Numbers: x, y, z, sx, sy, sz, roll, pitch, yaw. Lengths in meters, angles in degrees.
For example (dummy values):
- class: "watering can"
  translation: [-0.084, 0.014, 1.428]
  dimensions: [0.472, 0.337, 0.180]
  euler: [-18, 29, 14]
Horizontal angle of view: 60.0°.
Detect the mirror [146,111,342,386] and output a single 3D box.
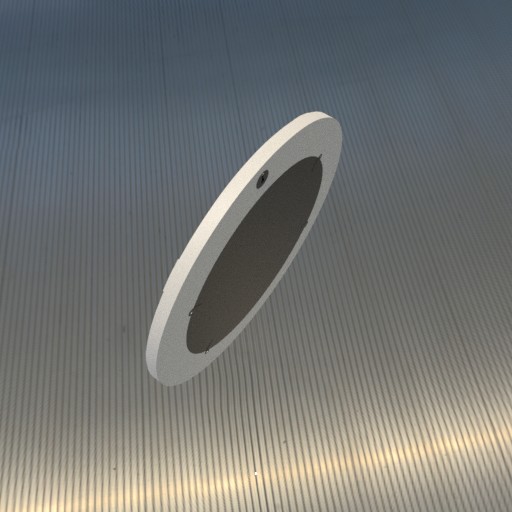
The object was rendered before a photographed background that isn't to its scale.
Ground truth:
- class: "mirror"
  translation: [0.000, 0.000, 1.358]
  dimensions: [0.038, 0.914, 0.914]
  euler: [33, 68, 15]
